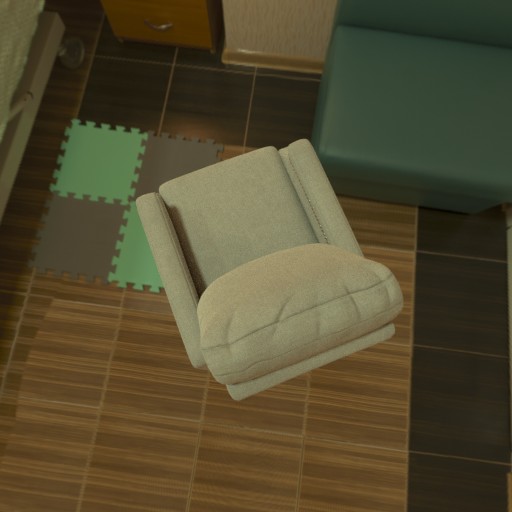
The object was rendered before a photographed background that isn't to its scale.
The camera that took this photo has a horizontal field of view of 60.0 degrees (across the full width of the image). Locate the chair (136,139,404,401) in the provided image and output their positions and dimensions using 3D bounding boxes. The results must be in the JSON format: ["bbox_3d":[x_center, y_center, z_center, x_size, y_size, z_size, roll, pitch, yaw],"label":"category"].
[{"bbox_3d":[0.000,0.000,1.693,0.710,1.049,0.922,-21,75,-6],"label":"chair"}]
